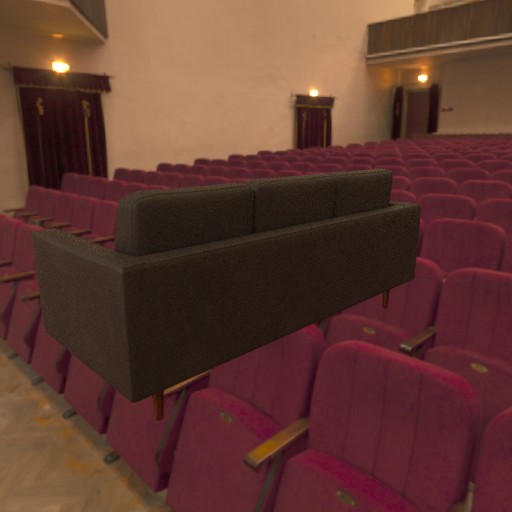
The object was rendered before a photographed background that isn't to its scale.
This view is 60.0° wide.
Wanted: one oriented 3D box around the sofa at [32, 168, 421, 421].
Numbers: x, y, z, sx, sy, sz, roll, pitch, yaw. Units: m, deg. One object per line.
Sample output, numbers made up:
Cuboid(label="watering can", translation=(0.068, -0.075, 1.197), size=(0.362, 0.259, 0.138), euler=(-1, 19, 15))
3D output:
Cuboid(label="sofa", translation=(0.000, 0.000, 2.441), size=(2.029, 0.899, 0.879), euler=(-14, 20, -42))
